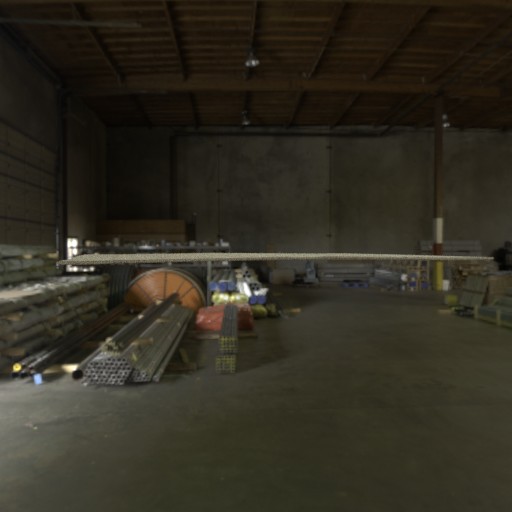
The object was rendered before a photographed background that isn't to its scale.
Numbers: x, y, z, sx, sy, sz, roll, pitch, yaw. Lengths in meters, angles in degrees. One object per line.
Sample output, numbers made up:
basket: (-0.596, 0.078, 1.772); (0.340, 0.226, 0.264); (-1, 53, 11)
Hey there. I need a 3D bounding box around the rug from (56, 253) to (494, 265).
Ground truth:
rug: (0.000, 0.000, 4.737); (3.626, 0.051, 2.757); (0, 1, -17)
